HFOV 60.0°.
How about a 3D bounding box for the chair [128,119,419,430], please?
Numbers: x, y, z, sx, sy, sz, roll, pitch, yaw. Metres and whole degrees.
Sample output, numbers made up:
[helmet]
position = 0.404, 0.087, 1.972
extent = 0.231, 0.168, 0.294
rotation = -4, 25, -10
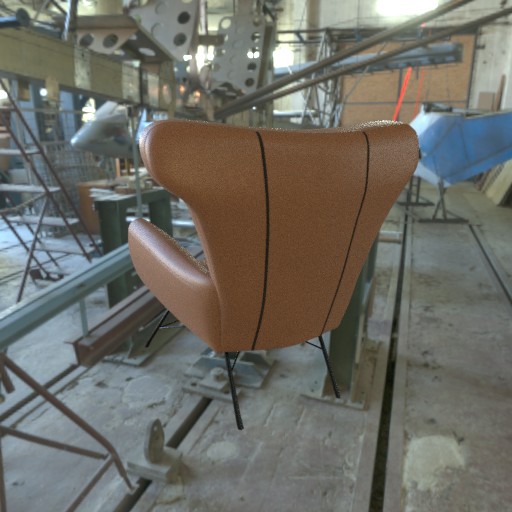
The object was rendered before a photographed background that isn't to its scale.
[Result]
[chair]
position = 0.000, 0.000, 1.797
extent = 0.980, 1.050, 0.900
rotation = -8, 18, -25
